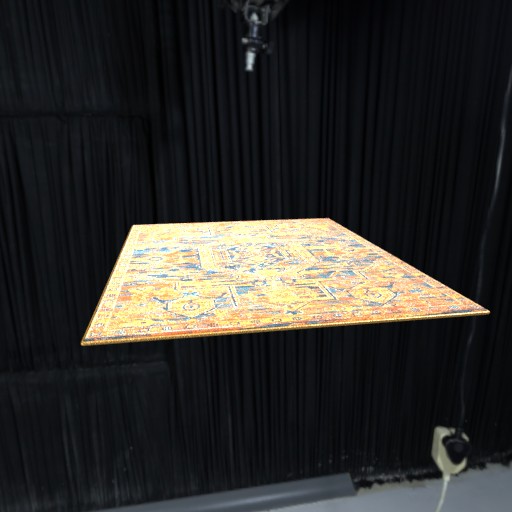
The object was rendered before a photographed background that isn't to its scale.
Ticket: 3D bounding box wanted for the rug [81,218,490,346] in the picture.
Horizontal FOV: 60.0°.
[{"bbox_3d":[0.000,0.000,3.998,2.435,0.031,3.040,-3,16,-10],"label":"rug"}]
